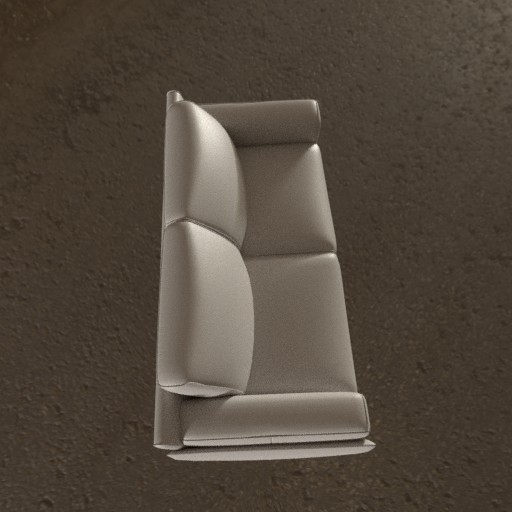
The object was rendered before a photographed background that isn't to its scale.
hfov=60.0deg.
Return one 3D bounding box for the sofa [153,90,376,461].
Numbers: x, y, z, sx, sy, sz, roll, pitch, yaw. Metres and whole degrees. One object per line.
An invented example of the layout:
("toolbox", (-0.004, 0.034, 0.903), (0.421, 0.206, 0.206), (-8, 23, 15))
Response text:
("sofa", (0.000, 0.000, 2.508), (1.049, 0.930, 2.101), (-3, 64, -1))
